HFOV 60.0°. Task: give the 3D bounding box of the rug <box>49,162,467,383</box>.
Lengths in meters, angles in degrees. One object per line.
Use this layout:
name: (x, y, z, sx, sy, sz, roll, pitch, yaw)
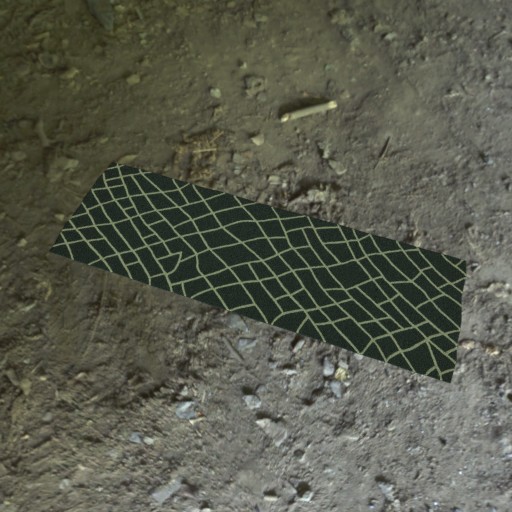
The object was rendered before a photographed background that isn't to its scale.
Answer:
rug: (0.000, 0.000, 2.728, 2.476, 0.010, 0.807, 17, 60, 10)
